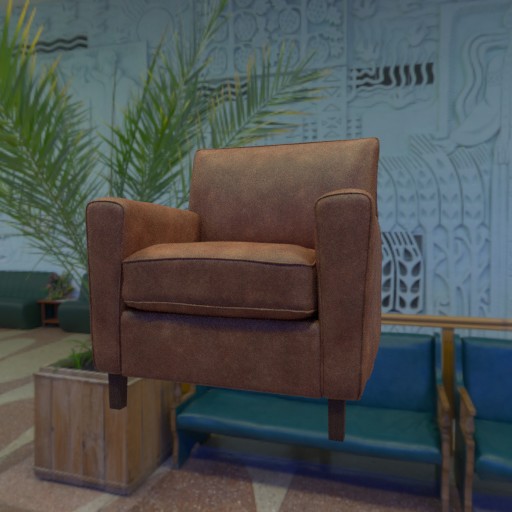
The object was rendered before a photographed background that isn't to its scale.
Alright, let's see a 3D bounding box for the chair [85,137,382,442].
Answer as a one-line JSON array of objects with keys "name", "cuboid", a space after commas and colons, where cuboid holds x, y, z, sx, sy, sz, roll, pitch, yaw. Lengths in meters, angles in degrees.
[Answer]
[{"name": "chair", "cuboid": [0.000, 0.000, 1.592, 0.870, 0.943, 0.823, 1, 2, 19]}]
